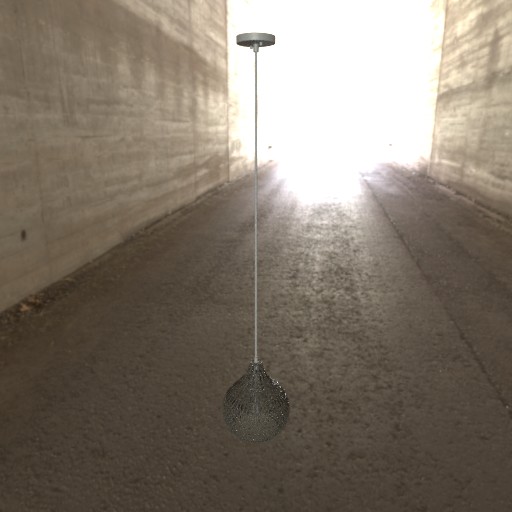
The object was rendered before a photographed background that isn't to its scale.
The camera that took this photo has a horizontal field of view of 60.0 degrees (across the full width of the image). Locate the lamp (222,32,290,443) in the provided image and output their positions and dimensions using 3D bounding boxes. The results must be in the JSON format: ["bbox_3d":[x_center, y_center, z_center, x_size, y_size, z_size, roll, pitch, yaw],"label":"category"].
[{"bbox_3d":[0.000,0.000,2.124,0.355,1.919,0.355,-8,17,-26],"label":"lamp"}]
